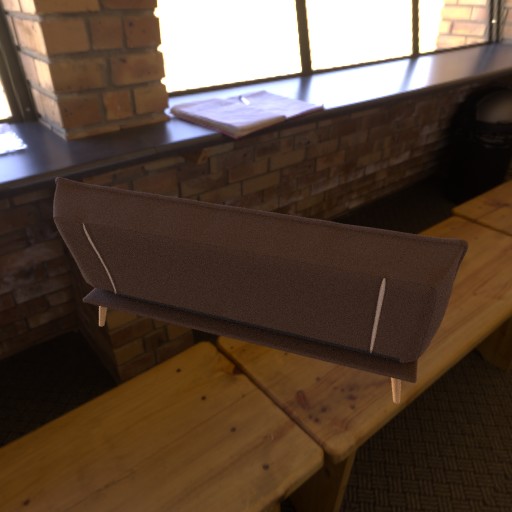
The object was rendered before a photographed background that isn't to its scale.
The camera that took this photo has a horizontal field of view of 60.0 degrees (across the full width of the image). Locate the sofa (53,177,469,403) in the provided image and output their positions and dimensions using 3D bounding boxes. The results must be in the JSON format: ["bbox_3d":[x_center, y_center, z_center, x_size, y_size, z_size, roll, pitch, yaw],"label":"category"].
[{"bbox_3d":[0.000,0.000,2.431,1.940,0.890,0.950,11,34,16],"label":"sofa"}]
